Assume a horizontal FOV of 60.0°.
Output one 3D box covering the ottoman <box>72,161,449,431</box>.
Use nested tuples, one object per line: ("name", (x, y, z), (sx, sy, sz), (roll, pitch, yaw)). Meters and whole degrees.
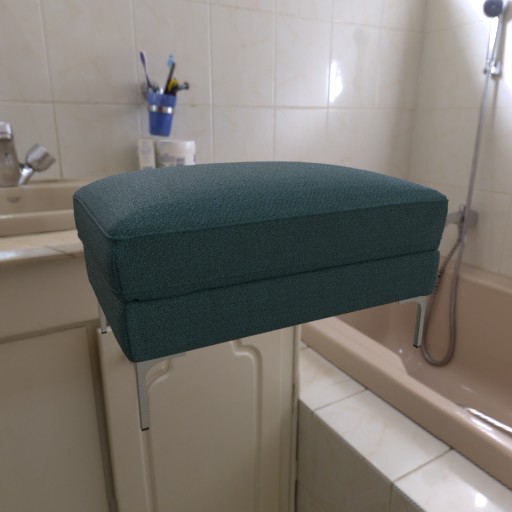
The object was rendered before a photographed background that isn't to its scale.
("ottoman", (0.000, 0.000, 1.203), (0.856, 0.498, 0.563), (-8, 19, -26))
